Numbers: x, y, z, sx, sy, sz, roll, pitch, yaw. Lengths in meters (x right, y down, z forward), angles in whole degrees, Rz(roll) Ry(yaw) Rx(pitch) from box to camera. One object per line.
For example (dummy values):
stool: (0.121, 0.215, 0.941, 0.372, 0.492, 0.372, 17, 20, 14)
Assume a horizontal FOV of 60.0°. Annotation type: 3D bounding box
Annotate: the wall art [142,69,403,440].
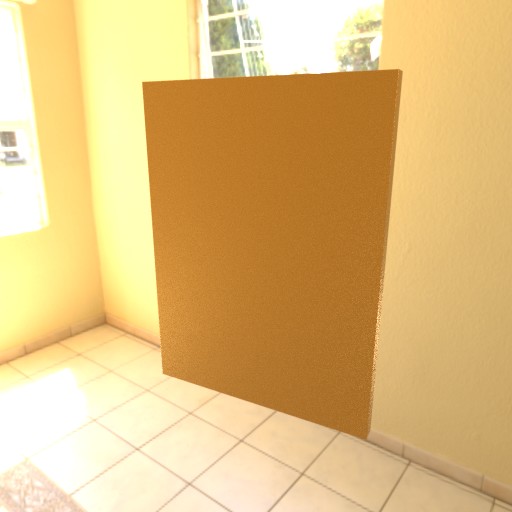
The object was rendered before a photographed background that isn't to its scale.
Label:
wall art: (0.000, 0.000, 1.079, 0.610, 0.812, 0.038, 9, 19, 27)
